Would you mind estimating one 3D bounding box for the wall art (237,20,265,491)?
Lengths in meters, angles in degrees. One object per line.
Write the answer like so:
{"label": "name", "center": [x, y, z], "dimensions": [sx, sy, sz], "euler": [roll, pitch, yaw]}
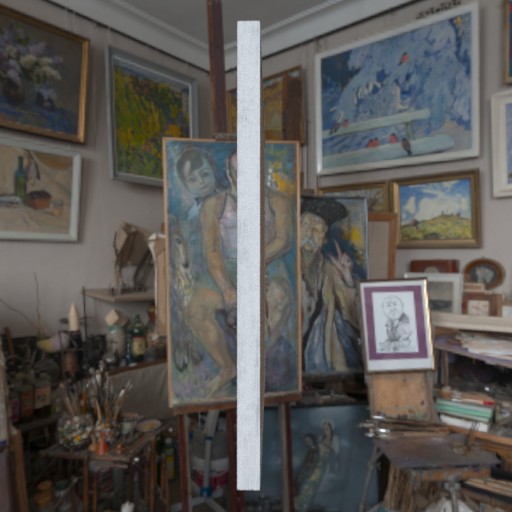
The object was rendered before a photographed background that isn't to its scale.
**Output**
{"label": "wall art", "center": [0.000, 0.000, 1.099], "dimensions": [0.038, 0.762, 0.762], "euler": [0, 0, 2]}
